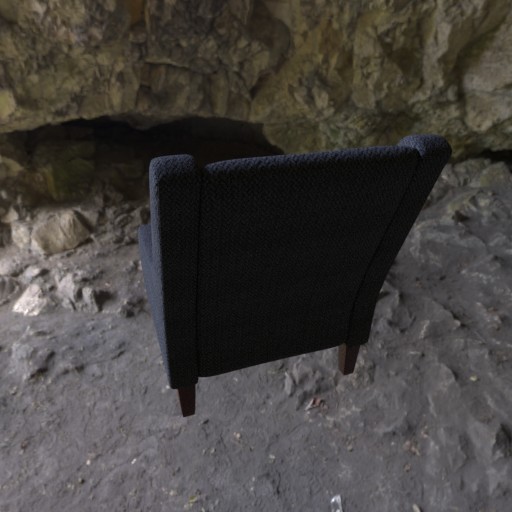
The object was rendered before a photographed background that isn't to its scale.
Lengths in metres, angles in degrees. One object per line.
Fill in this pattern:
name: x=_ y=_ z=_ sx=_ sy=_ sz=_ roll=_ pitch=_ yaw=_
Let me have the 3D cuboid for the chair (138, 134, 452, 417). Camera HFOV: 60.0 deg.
chair: x=0.000 y=0.000 z=1.662 sx=0.793 sy=1.012 sz=0.944 roll=-9 pitch=29 yaw=-17
